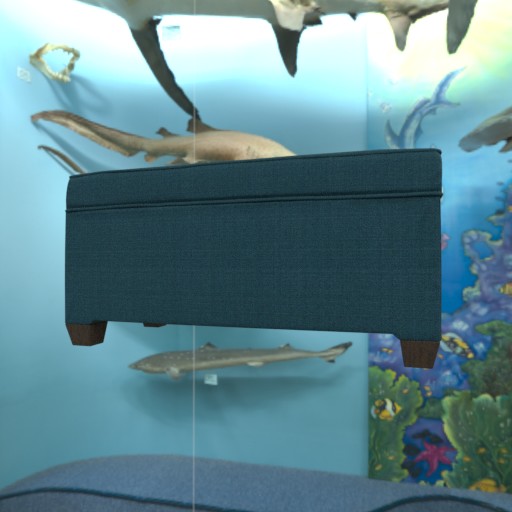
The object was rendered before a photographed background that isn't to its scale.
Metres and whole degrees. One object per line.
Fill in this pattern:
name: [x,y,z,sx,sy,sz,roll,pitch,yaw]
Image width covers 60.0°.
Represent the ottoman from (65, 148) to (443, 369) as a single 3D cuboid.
ottoman: [0.000,0.000,1.240,0.943,0.474,0.474,0,-1,17]
